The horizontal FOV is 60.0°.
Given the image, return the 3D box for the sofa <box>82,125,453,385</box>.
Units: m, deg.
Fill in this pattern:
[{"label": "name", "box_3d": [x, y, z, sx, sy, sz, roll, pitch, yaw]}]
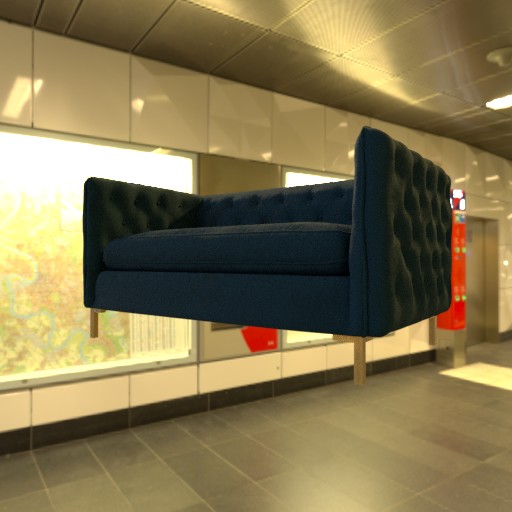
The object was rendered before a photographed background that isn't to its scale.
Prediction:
[{"label": "sofa", "box_3d": [0.000, 0.000, 2.114, 1.583, 0.810, 0.909, 0, -1, 36]}]
